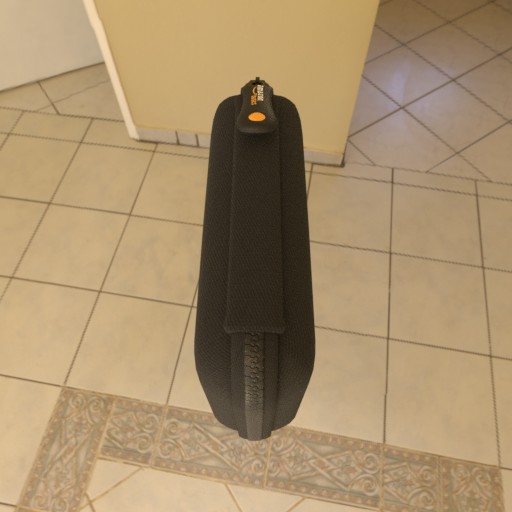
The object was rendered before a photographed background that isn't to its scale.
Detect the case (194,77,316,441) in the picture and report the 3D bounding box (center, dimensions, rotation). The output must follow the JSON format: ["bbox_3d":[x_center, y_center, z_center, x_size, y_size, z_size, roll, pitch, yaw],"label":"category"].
[{"bbox_3d":[0.000,0.000,0.181,0.038,0.105,0.132,0,60,0],"label":"case"}]
